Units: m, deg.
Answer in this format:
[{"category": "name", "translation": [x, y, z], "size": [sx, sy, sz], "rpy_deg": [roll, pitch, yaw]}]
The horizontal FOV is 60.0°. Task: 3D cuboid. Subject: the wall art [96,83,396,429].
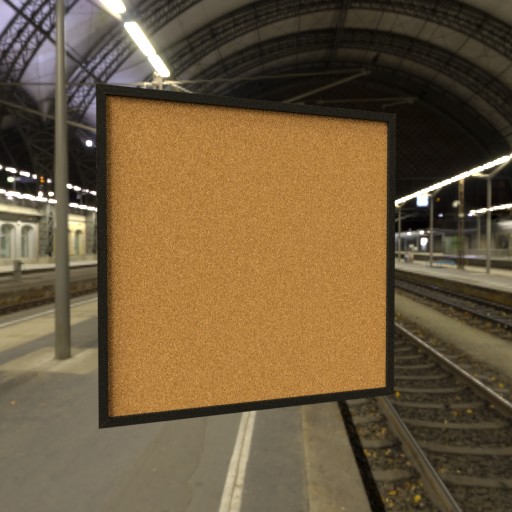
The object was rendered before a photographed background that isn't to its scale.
[{"category": "wall art", "translation": [0.000, 0.000, 0.454], "size": [0.305, 0.305, 0.037], "rpy_deg": [0, 1, -17]}]
